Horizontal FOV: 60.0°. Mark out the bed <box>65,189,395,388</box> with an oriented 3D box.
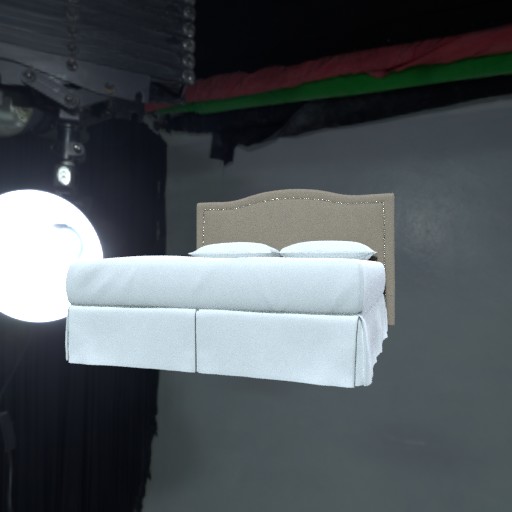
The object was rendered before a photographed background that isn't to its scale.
[{"bbox_3d":[0.000,0.000,3.588,2.083,1.421,2.182,0,-1,19],"label":"bed"}]
